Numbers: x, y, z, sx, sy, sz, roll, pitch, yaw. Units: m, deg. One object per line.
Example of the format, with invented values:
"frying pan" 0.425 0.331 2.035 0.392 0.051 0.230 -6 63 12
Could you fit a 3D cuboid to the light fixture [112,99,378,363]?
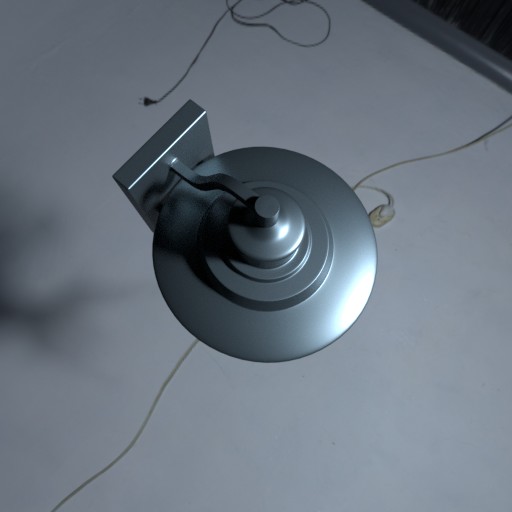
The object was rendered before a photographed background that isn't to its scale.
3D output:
"light fixture" 0.000 0.000 0.505 0.252 0.345 0.222 39 78 10
